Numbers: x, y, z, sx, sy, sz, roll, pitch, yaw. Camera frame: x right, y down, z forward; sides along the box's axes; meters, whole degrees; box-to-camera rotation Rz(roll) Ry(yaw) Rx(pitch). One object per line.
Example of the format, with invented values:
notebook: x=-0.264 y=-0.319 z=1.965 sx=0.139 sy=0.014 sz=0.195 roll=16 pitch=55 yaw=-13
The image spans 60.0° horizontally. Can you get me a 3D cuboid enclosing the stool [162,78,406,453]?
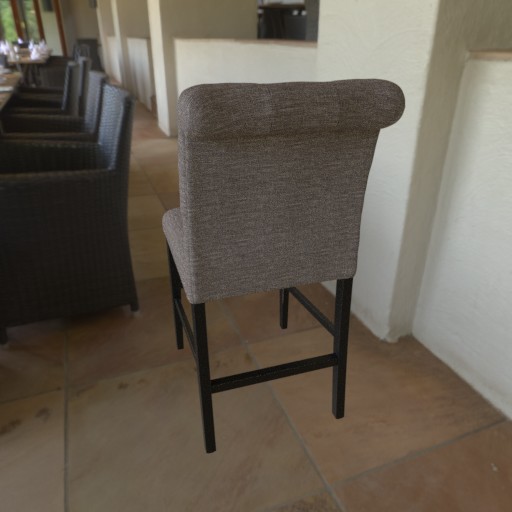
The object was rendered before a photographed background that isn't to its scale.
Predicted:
stool: x=0.000 y=0.000 z=1.264 sx=0.457 sy=0.970 sz=0.611 roll=-8 pitch=28 yaw=-16
